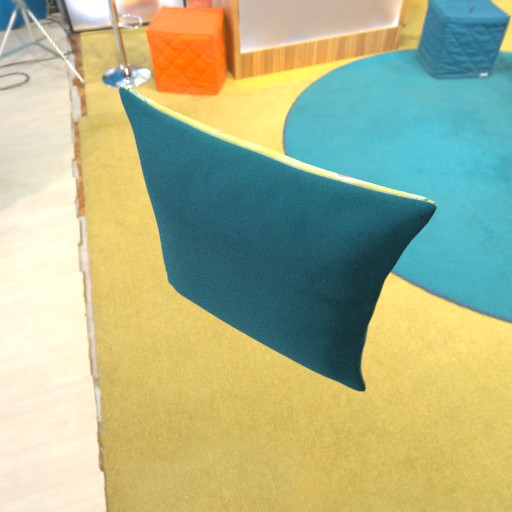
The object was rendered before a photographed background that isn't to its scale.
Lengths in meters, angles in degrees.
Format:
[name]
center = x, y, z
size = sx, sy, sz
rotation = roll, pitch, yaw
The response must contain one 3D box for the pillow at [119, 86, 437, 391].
[pillow]
center = 0.000, 0.000, 0.809
size = 0.525, 0.508, 0.166
rotation = 26, 53, 22
